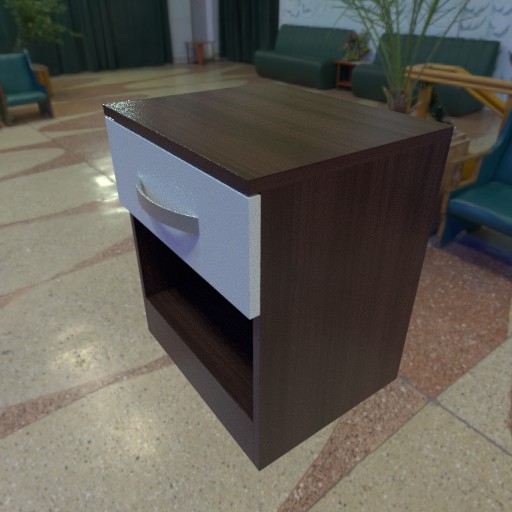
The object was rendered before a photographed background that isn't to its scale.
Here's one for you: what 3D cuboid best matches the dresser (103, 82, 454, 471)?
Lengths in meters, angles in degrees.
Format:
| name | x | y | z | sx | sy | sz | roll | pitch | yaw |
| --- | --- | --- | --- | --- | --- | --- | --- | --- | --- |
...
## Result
| name | x | y | z | sx | sy | sz | roll | pitch | yaw |
| --- | --- | --- | --- | --- | --- | --- | --- | --- | --- |
| dresser | 0.000 | 0.000 | 0.756 | 0.360 | 0.470 | 0.400 | -20 | 37 | -30 |
